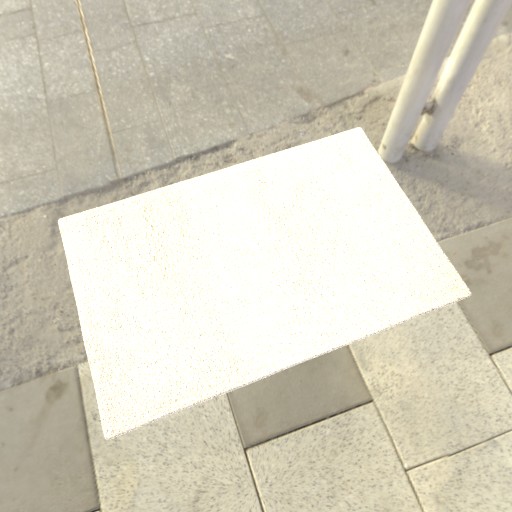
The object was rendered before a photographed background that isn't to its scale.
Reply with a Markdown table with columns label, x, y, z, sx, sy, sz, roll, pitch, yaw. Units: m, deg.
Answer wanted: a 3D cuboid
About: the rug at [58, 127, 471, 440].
| label | x | y | z | sx | sy | sz | roll | pitch | yaw |
| --- | --- | --- | --- | --- | --- | --- | --- | --- | --- |
| rug | 0.000 | 0.000 | 3.428 | 2.743 | 0.030 | 1.778 | -19 | 64 | -10 |
